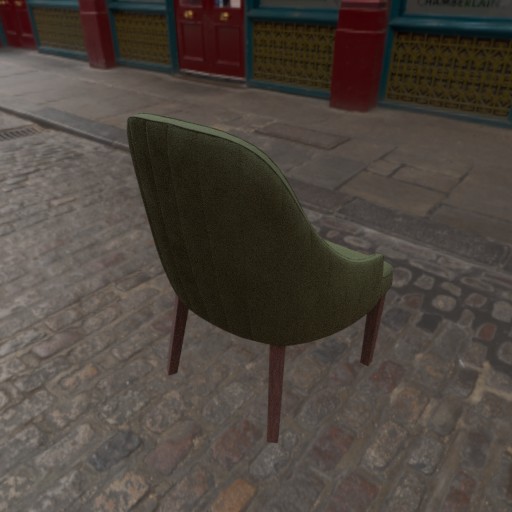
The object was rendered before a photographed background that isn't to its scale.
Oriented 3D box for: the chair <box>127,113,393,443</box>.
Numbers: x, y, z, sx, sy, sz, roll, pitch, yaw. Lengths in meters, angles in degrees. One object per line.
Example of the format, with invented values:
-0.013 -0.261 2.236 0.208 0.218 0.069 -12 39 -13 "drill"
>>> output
0.000 0.000 1.290 0.643 0.889 0.575 22 37 32 "chair"
